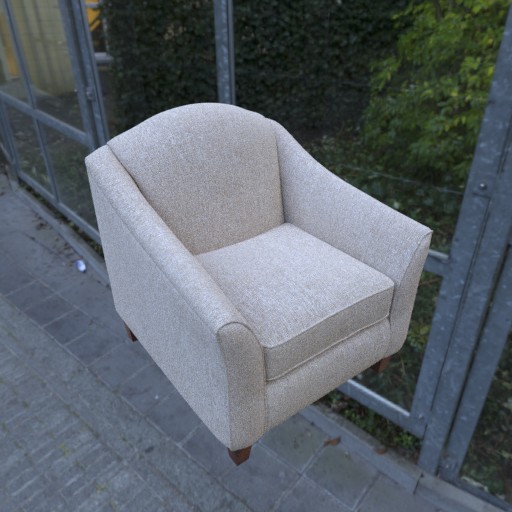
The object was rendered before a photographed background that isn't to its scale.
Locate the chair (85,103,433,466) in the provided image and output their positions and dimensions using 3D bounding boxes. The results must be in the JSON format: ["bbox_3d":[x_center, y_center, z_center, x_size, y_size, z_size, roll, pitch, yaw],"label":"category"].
[{"bbox_3d":[0.000,0.000,1.438,0.763,0.839,0.787,-21,36,-31],"label":"chair"}]
